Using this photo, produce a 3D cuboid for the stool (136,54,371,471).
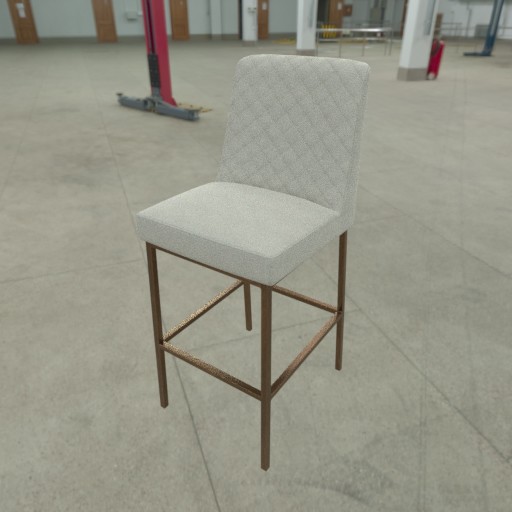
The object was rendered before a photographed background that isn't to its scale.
[{"bbox_3d":[0.000,0.000,1.355,0.462,1.084,0.546,18,34,30],"label":"stool"}]
